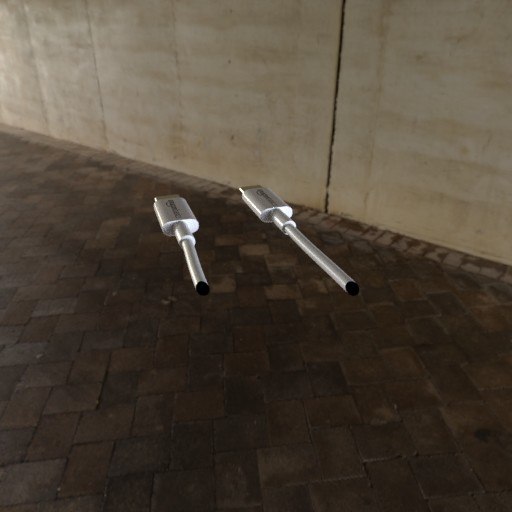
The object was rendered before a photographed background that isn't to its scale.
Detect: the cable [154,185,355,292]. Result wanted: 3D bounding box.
[{"bbox_3d":[0.000,0.000,0.114,0.041,0.005,0.098,-9,29,-17],"label":"cable"}]
